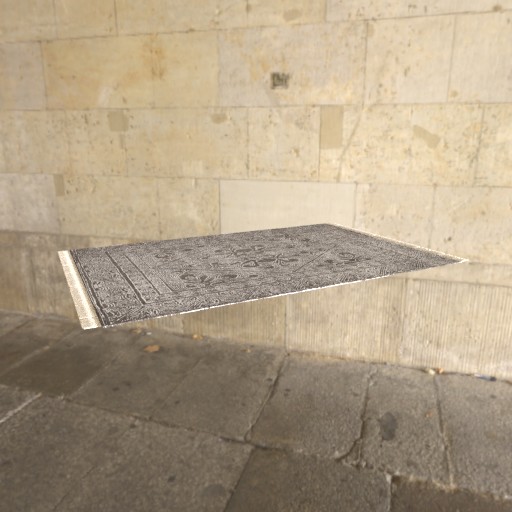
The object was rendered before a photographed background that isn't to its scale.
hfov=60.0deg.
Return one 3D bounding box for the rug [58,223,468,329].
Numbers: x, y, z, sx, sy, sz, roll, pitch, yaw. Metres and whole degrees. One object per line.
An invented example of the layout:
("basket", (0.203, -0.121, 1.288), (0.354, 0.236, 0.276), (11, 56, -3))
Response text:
("rug", (0.000, 0.000, 3.082), (2.440, 0.010, 1.529), (-8, 17, -26))
